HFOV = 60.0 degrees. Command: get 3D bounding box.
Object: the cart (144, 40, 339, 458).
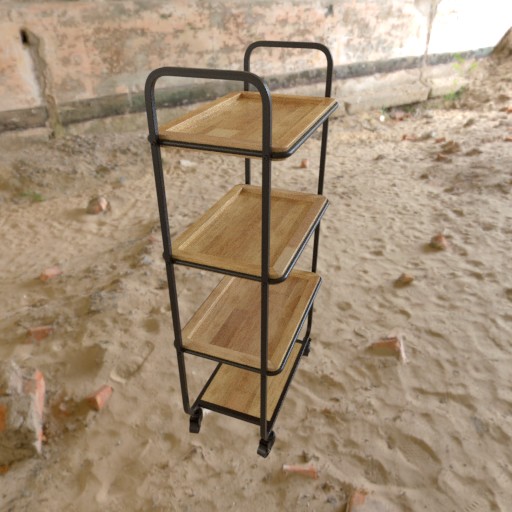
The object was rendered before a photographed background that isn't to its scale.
[{"bbox_3d":[0.000,0.000,1.284,0.321,1.080,0.545,11,33,18],"label":"cart"}]
